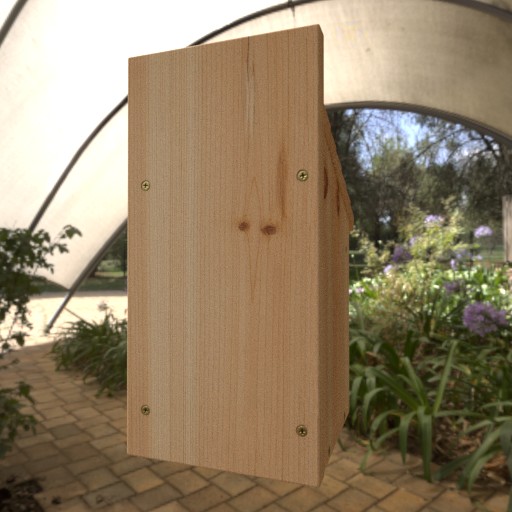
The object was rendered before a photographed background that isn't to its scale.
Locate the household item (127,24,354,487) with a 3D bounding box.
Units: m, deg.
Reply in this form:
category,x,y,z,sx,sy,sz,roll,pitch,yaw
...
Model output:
category,x,y,z,sx,sy,sz,roll,pitch,yaw
household item,0.000,0.000,0.390,0.149,0.300,0.171,0,0,19
